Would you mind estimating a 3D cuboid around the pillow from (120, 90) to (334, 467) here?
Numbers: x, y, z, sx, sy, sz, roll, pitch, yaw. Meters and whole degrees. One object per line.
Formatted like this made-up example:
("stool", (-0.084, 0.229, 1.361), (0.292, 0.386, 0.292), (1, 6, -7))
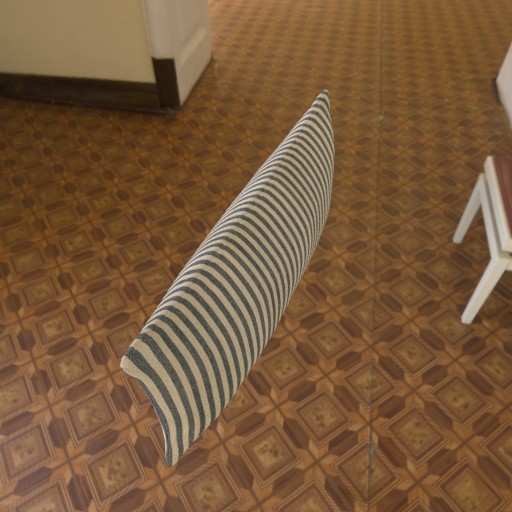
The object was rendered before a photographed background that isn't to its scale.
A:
("pillow", (0.000, 0.000, 0.717), (0.151, 0.295, 0.617), (18, 49, 17))
